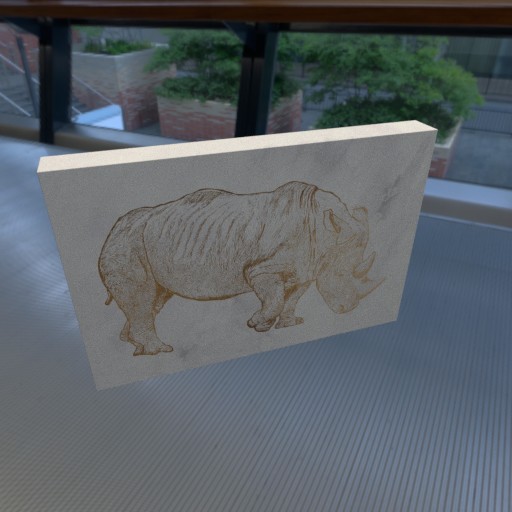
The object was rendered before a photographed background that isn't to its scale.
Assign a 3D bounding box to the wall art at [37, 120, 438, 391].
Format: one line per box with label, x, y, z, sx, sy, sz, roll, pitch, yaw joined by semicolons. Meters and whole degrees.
wall art;0.000;0.000;0.487;0.381;0.254;0.038;-10;33;-15
